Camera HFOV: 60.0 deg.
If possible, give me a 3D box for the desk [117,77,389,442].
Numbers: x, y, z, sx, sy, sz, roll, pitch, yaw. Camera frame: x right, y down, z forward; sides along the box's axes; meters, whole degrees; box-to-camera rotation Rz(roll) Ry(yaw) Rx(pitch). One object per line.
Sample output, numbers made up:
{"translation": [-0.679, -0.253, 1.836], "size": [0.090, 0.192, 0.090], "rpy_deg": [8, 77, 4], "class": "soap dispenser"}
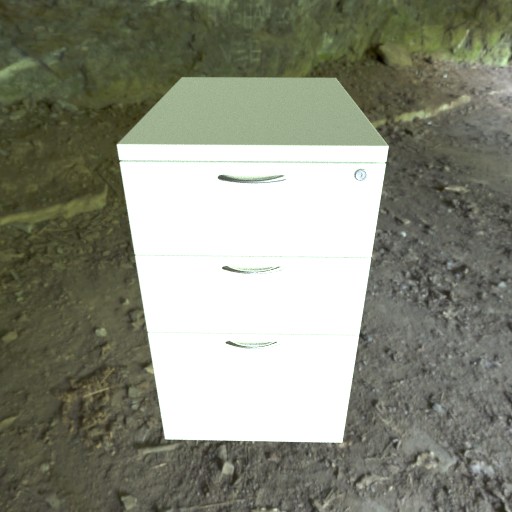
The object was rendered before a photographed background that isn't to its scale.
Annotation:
{"translation": [0.000, 0.000, 1.092], "size": [0.404, 0.730, 0.600], "rpy_deg": [1, 31, 1], "class": "desk"}
